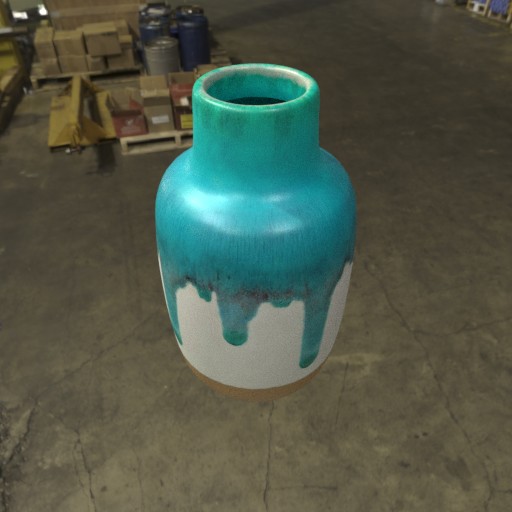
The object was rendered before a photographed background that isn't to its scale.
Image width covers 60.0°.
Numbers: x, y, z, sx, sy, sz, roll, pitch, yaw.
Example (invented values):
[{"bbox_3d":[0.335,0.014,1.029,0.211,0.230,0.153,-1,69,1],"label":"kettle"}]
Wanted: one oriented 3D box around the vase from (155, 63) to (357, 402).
[{"bbox_3d":[0.000,0.000,0.248,0.106,0.192,0.106,0,41,0],"label":"vase"}]
